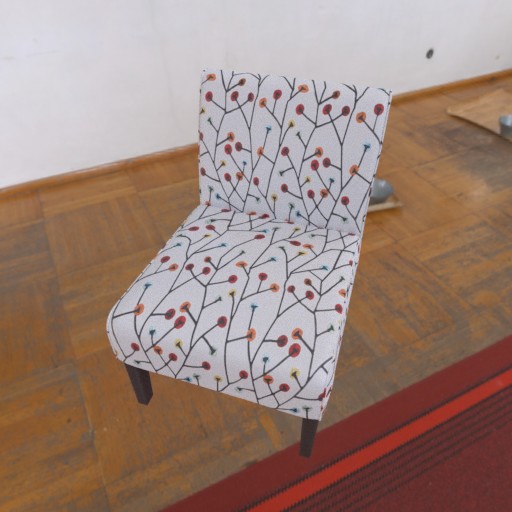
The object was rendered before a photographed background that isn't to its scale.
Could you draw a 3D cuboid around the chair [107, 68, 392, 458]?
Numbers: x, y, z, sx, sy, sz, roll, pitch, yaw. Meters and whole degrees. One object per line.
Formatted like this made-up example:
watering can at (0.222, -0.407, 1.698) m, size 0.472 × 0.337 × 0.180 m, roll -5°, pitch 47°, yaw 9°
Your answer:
chair at (0.000, 0.000, 1.312) m, size 0.597 × 0.813 × 0.732 m, roll 12°, pitch 42°, yaw 14°
